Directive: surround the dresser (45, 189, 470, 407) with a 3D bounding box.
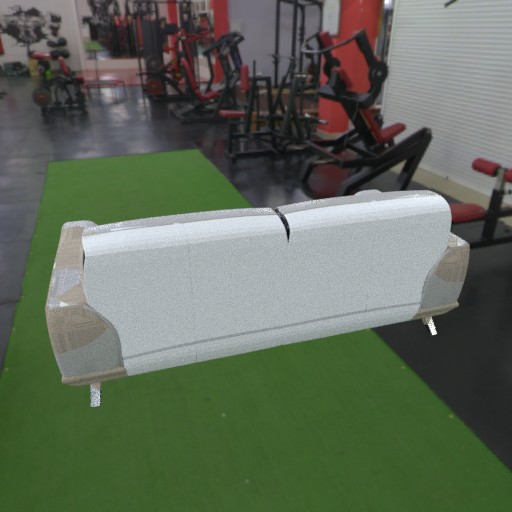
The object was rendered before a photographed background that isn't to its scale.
[{"bbox_3d":[0.000,0.000,5.631,4.679,1.863,2.251,-8,28,-15],"label":"dresser"}]
